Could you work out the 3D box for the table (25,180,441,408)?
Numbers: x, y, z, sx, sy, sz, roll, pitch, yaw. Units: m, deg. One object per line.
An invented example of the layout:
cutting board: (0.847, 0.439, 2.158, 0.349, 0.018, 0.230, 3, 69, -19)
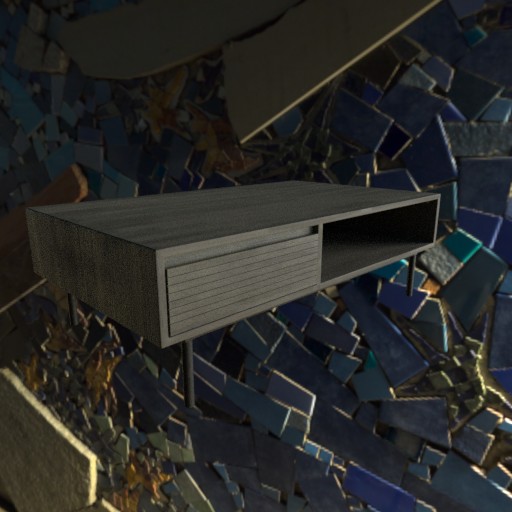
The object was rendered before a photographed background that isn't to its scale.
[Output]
table: (0.000, 0.000, 1.366, 1.088, 0.347, 0.643, -14, 21, -42)
